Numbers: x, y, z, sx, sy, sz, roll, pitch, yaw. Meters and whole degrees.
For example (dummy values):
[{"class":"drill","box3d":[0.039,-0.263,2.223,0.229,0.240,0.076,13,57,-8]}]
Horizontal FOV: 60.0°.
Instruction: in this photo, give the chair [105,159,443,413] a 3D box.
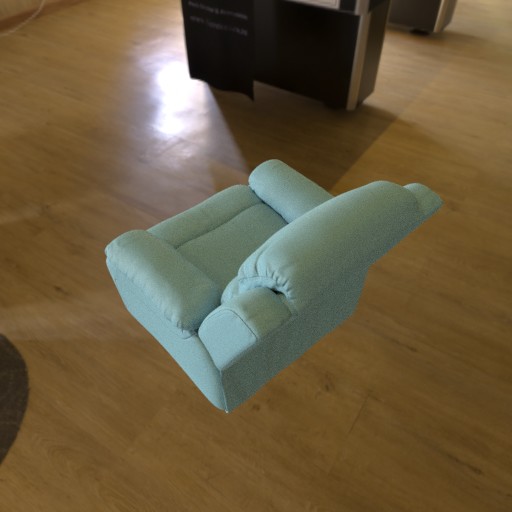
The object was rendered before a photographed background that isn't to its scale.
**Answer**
[{"class":"chair","box3d":[0.000,0.000,1.293,0.680,0.702,0.709,-32,55,-27]}]
